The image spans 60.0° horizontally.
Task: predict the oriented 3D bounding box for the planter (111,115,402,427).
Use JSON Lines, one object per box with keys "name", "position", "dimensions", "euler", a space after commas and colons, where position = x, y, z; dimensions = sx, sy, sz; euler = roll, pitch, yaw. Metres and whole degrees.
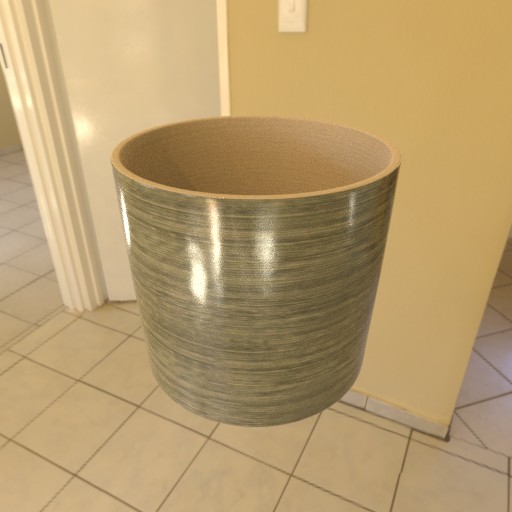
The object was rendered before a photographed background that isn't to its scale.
{"name": "planter", "position": [0.000, 0.000, 0.400], "dimensions": [0.221, 0.201, 0.221], "euler": [0, 30, 0]}
